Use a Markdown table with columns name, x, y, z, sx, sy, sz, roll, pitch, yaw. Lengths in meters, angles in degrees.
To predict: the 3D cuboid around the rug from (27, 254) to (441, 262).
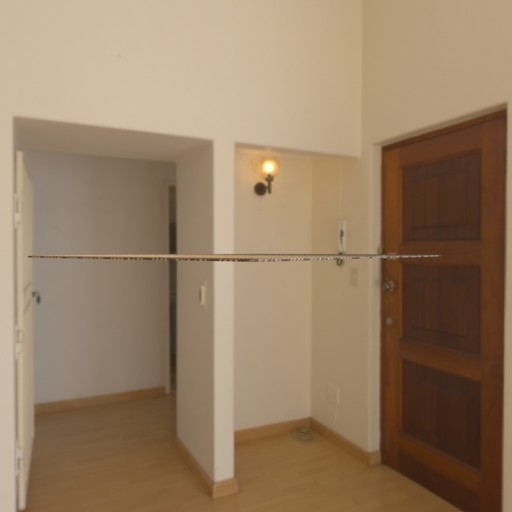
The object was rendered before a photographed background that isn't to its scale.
| name | x | y | z | sx | sy | sz | roll | pitch | yaw |
| --- | --- | --- | --- | --- | --- | --- | --- | --- | --- |
| rug | 0.000 | 0.000 | 3.889 | 2.306 | 0.017 | 2.902 | 0 | 1 | 38 |
